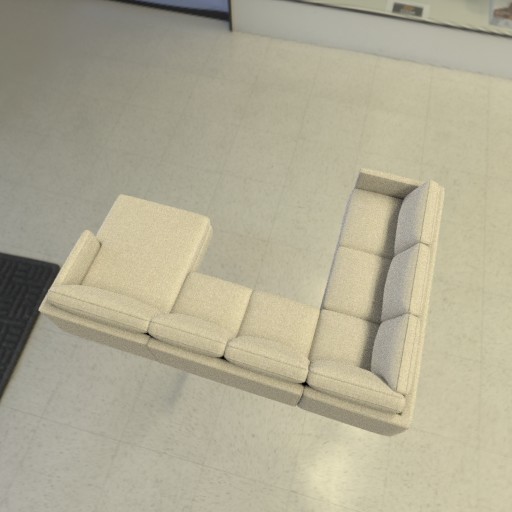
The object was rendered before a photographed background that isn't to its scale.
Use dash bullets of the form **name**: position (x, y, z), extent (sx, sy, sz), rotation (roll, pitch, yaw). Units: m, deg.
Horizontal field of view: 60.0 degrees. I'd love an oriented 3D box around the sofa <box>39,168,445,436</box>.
- **sofa**: position (0.000, 0.000, 4.547), extent (3.403, 0.889, 2.551), rotation (16, 63, 8)
